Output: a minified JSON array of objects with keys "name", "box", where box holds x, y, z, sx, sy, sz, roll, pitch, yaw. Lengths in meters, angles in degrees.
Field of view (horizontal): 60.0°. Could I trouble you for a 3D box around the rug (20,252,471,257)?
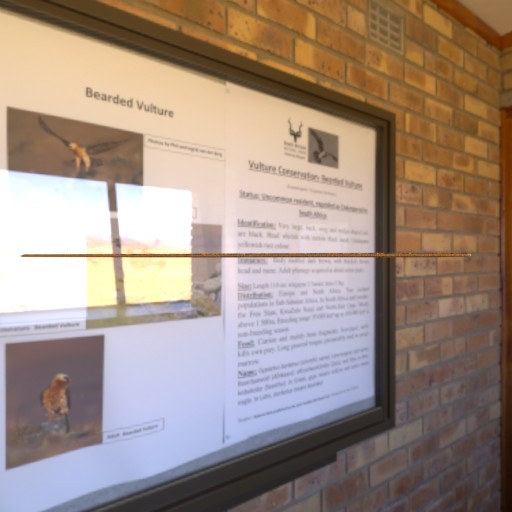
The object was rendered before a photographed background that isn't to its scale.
[{"name":"rug","box":[0.000,0.000,2.172,1.758,0.013,1.148,0,0,18]}]
